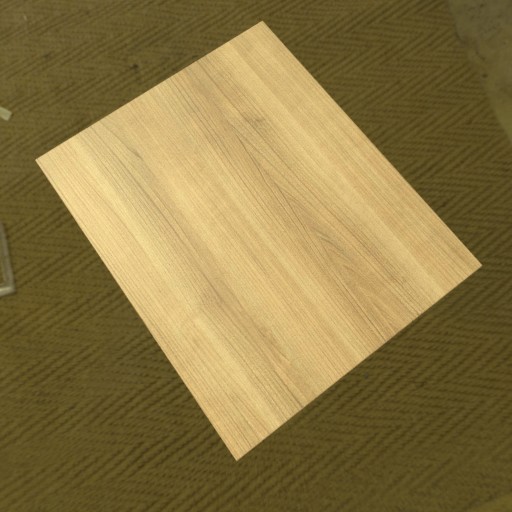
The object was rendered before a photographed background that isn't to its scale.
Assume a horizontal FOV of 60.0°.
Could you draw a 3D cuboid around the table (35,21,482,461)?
[{"bbox_3d":[0.000,0.000,0.776,0.380,0.460,0.445,-35,78,-9],"label":"table"}]
